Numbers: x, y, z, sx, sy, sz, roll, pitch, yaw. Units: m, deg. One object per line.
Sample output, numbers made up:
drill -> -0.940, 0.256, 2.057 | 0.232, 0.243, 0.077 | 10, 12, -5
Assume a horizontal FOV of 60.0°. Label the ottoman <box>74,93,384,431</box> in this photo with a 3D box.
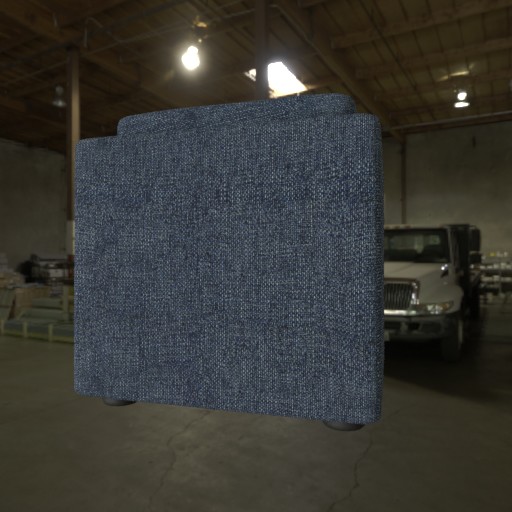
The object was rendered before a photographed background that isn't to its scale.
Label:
ottoman -> 0.000, 0.000, 0.814 | 0.450, 0.460, 0.450 | 0, -1, 17
